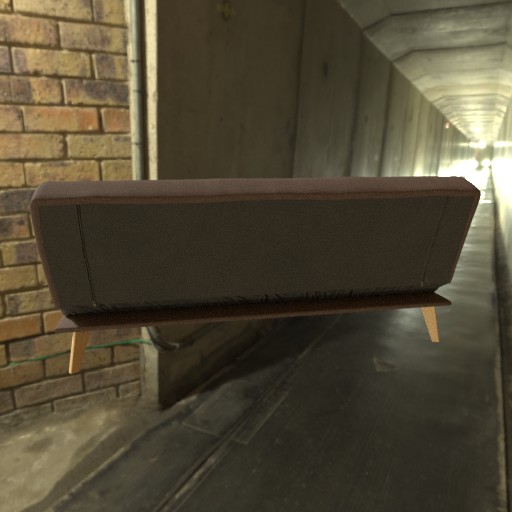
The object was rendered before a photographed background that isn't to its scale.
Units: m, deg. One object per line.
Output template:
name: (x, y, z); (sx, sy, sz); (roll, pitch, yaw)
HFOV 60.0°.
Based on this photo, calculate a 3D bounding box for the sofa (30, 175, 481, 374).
sofa: (0.000, 0.000, 2.203); (1.800, 0.810, 0.860); (-3, 14, -10)
